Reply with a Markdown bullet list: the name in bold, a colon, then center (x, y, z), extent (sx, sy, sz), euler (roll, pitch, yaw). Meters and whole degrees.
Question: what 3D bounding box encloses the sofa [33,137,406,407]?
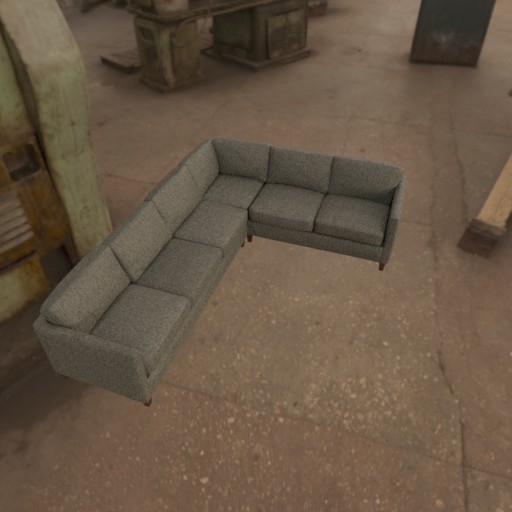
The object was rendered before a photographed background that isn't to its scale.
- **sofa**: center (0.000, 0.000, 4.400), extent (2.593, 0.947, 3.302), euler (13, 42, 15)
